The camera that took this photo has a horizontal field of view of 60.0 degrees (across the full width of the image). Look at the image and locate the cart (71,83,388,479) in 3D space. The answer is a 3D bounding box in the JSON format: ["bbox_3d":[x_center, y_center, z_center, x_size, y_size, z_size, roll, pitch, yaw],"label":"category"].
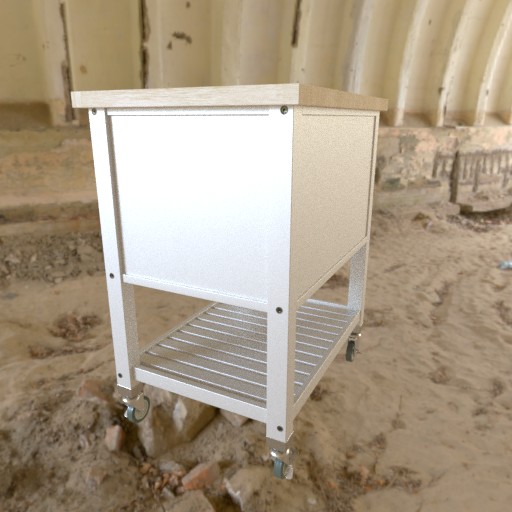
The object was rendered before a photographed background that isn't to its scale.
[{"bbox_3d":[0.000,0.000,1.347,0.559,0.914,0.762,9,19,26],"label":"cart"}]
